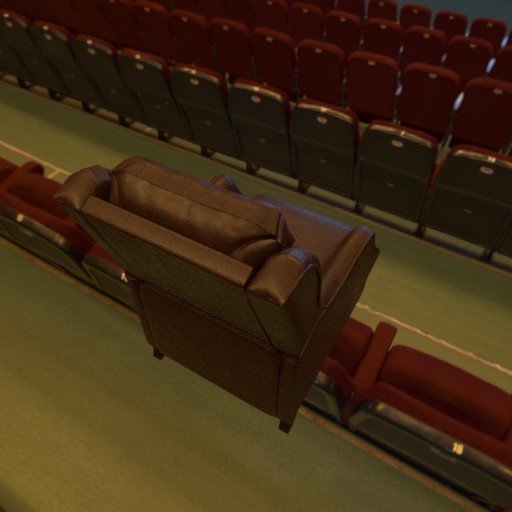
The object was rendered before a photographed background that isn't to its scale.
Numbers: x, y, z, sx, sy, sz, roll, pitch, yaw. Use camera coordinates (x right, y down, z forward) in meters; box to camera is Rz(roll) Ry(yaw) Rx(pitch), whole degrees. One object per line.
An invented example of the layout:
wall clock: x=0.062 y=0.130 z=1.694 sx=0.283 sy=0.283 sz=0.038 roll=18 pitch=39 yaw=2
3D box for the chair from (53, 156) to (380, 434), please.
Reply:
chair: x=0.000 y=0.000 z=1.735 sx=0.770 sy=1.132 sz=0.982 roll=23 pitch=51 yaw=21
